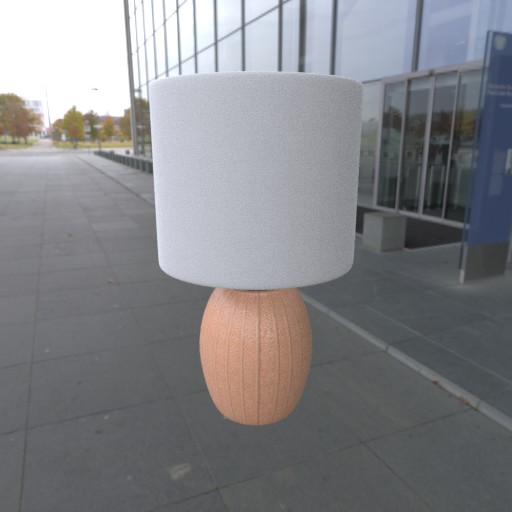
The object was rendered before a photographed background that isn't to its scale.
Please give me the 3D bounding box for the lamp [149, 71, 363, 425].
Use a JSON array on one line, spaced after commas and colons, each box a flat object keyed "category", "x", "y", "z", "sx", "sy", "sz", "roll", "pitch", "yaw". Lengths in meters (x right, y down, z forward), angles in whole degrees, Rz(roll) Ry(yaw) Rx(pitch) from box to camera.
[{"category": "lamp", "x": 0.000, "y": 0.000, "z": 0.764, "sx": 0.329, "sy": 0.570, "sz": 0.329, "roll": 0, "pitch": 15, "yaw": 0}]
